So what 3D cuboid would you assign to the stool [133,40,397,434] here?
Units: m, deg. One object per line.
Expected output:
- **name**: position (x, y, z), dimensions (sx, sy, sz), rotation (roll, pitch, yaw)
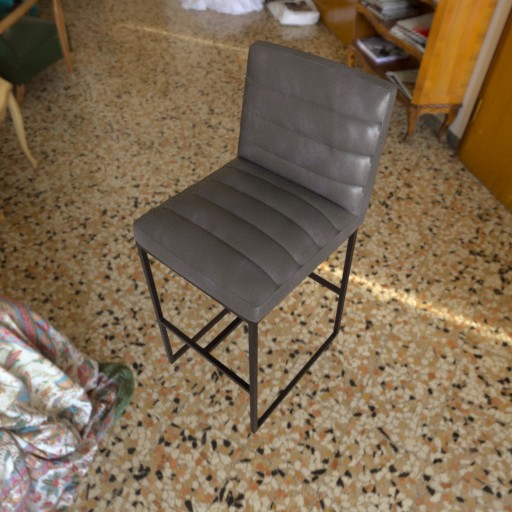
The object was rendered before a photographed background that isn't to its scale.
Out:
- **stool**: position (0.000, 0.000, 1.387), dimensions (0.463, 1.065, 0.562), rotation (31, 54, 26)
